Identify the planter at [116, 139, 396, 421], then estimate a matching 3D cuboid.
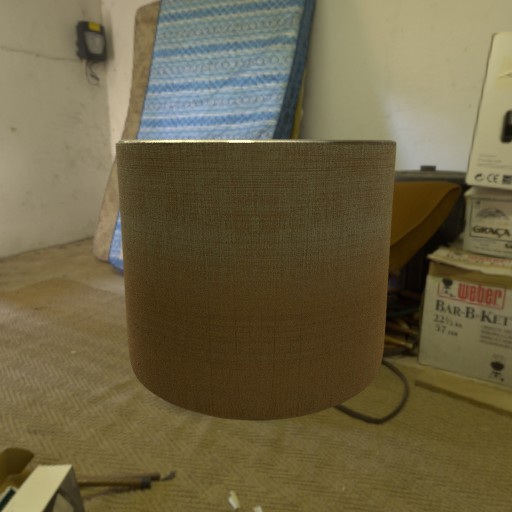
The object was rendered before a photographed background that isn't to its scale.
[{"bbox_3d":[0.000,0.000,0.437,0.254,0.221,0.254,0,14,0],"label":"planter"}]
